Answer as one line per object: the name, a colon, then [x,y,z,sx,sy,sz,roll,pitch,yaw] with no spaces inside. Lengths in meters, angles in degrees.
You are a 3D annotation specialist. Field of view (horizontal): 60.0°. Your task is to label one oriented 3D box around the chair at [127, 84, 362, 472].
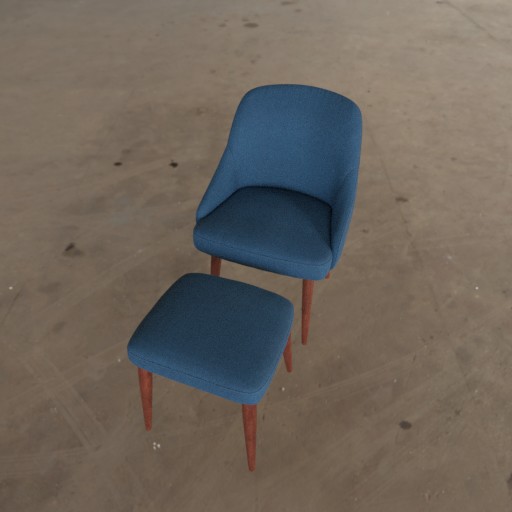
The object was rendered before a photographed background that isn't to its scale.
chair: [0.000,0.000,1.621,0.584,0.866,1.114,14,43,16]
